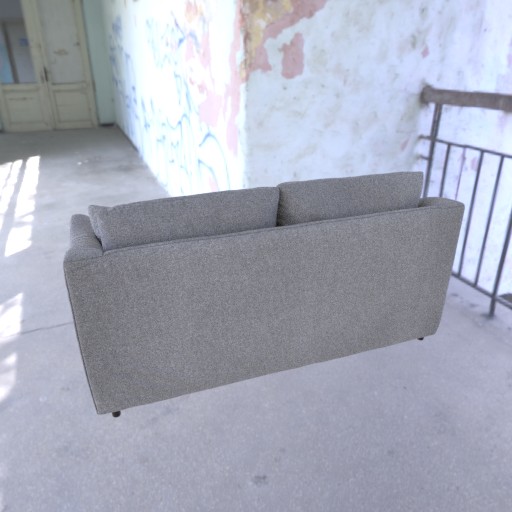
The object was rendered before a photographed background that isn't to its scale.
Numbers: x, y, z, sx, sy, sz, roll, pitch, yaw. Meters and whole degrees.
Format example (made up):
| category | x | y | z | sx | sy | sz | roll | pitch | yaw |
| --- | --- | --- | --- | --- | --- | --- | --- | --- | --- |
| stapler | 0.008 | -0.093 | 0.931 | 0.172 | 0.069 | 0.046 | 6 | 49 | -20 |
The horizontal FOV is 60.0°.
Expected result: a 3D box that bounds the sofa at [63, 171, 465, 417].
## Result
| category | x | y | z | sx | sy | sz | roll | pitch | yaw |
| --- | --- | --- | --- | --- | --- | --- | --- | --- | --- |
| sofa | 0.000 | 0.000 | 2.616 | 2.010 | 1.018 | 1.072 | -9 | 27 | -18 |
